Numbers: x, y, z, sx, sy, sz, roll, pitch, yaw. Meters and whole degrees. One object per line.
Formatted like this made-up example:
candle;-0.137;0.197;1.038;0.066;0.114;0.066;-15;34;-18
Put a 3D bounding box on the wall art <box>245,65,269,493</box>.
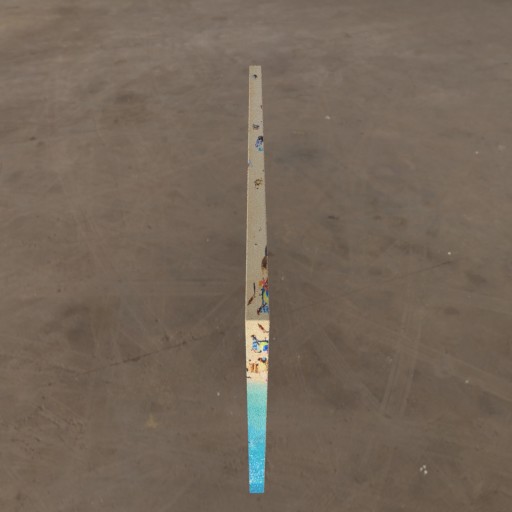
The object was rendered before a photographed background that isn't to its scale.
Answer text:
wall art;0.000;0.000;1.402;0.040;0.769;1.136;0;43;0
